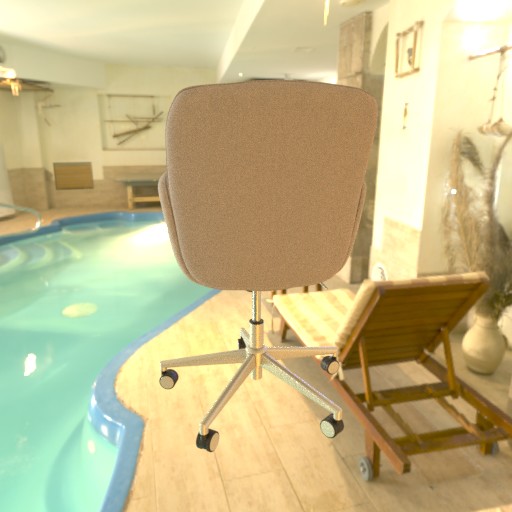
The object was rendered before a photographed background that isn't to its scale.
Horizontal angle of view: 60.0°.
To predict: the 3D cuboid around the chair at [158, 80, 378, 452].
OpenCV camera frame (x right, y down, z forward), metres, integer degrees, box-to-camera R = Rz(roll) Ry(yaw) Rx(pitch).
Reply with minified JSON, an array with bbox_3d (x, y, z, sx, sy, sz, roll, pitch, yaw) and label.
[{"bbox_3d":[0.000,0.000,1.387,0.648,0.959,0.654,-3,15,-9],"label":"chair"}]
